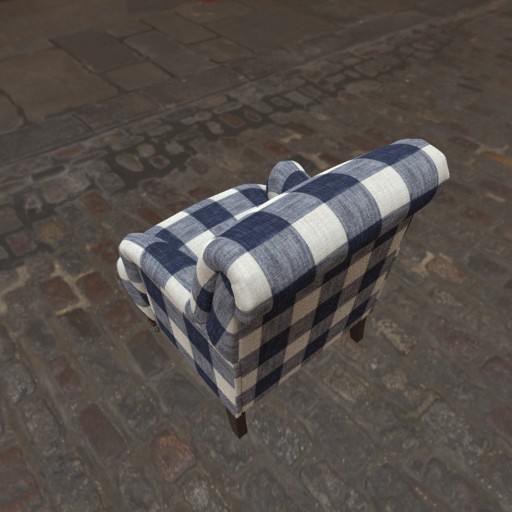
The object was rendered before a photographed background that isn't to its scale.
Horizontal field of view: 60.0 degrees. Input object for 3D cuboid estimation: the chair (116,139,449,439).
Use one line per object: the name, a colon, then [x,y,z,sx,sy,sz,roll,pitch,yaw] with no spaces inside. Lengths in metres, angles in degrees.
chair: [0.000,0.000,1.584,0.781,0.953,0.848,-31,52,-27]
